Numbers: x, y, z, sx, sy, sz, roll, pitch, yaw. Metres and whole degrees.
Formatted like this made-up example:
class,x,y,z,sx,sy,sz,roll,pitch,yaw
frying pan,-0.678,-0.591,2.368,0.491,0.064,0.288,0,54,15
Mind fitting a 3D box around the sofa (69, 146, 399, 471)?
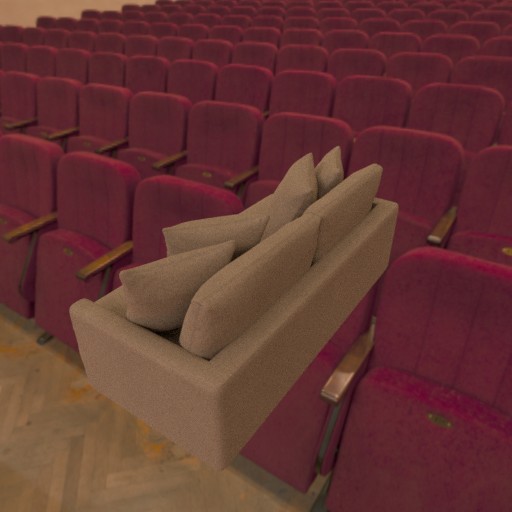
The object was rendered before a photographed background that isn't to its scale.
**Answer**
class,x,y,z,sx,sy,sz,roll,pitch,yaw
sofa,0.000,0.000,3.113,1.228,1.084,2.380,20,37,29
